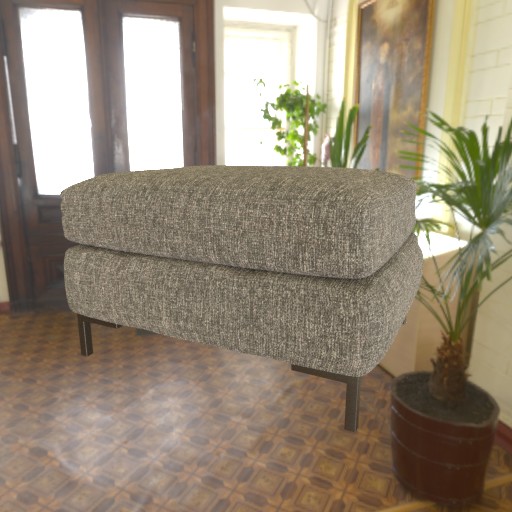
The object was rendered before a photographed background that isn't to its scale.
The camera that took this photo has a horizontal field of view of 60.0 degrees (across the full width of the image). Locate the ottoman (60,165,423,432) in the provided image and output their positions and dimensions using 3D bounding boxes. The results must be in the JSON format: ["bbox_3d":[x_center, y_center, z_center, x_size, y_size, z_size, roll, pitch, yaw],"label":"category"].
[{"bbox_3d":[0.000,0.000,1.219,0.828,0.480,0.683,7,15,26],"label":"ottoman"}]
